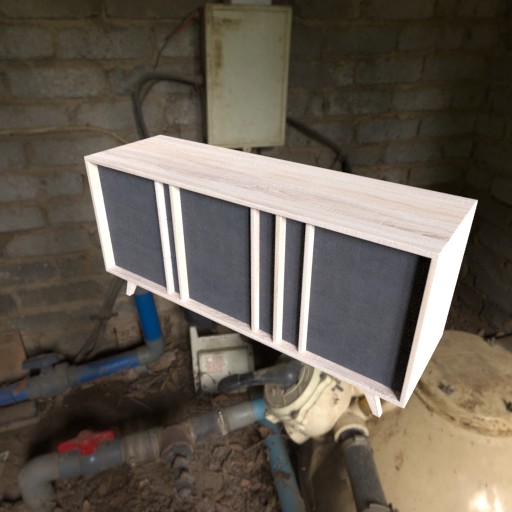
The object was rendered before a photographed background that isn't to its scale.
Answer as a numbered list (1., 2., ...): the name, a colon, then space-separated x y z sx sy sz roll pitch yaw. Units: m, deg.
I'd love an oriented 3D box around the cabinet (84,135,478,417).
1. cabinet: 0.000 0.000 2.063 1.650 0.780 0.500 19 35 30
